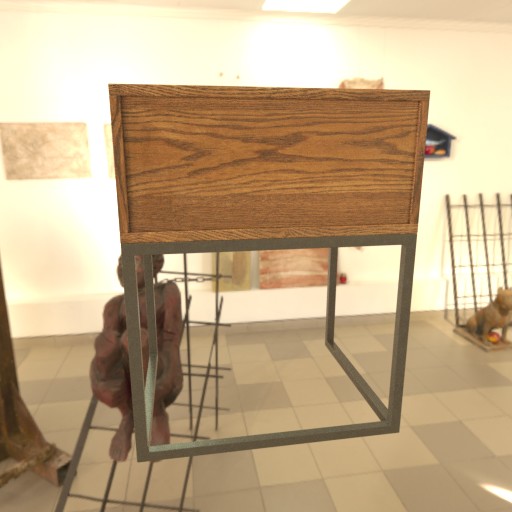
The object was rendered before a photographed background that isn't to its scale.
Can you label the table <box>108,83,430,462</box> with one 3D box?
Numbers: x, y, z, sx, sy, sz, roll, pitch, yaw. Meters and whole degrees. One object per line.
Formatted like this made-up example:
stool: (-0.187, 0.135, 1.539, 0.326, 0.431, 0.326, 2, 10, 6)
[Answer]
table: (0.000, 0.000, 0.914, 0.482, 0.610, 0.400, -2, 14, -9)
